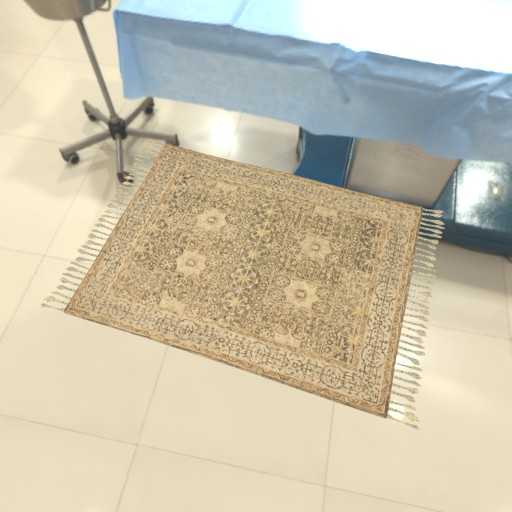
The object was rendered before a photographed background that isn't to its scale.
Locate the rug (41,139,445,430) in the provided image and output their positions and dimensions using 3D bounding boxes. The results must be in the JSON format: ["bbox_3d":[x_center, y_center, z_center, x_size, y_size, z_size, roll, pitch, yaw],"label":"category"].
[{"bbox_3d":[0.000,0.000,3.090,2.465,0.023,1.619,16,60,9],"label":"rug"}]
